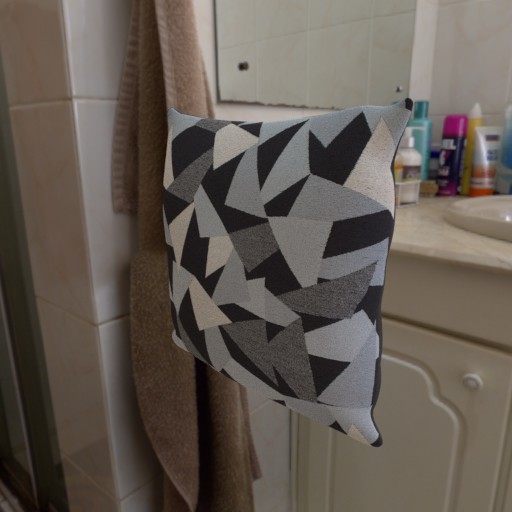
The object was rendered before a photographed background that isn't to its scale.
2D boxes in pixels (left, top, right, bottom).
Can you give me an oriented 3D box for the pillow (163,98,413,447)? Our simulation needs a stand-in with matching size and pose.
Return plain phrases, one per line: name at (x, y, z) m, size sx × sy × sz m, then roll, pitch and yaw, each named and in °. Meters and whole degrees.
pillow at (0.000, 0.000, 0.750) m, size 0.503 × 0.496 × 0.208 m, roll 14°, pitch 21°, yaw 42°
